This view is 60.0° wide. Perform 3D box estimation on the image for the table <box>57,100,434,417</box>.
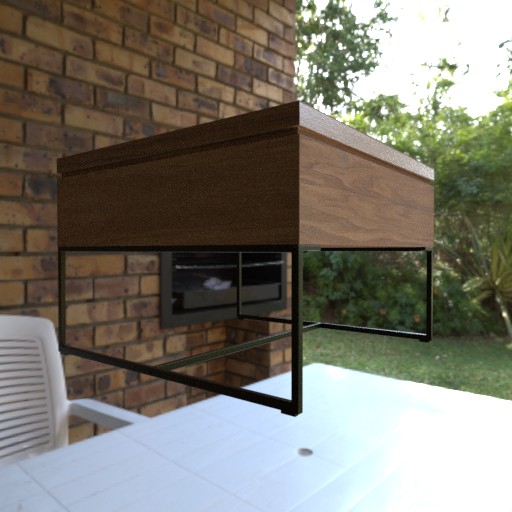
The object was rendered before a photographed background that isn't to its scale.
[{"bbox_3d":[0.000,0.000,1.119,0.676,0.464,0.679,1,1,37],"label":"table"}]
